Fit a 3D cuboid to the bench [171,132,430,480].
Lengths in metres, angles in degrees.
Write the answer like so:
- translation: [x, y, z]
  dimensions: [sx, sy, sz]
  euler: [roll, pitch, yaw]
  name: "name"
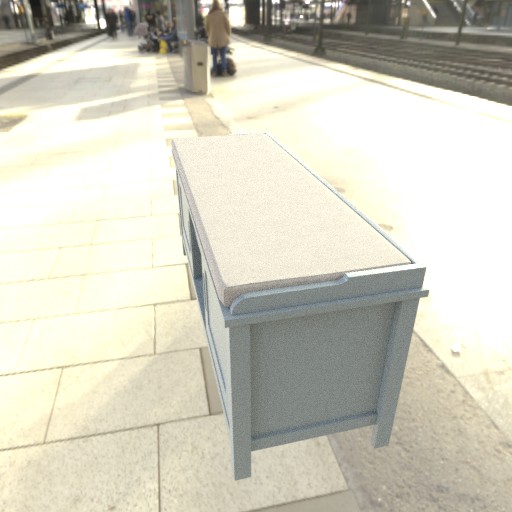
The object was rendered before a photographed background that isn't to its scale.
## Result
- translation: [0.000, 0.000, 1.386]
  dimensions: [0.398, 0.501, 1.140]
  euler: [-7, 29, -12]
  name: "bench"
